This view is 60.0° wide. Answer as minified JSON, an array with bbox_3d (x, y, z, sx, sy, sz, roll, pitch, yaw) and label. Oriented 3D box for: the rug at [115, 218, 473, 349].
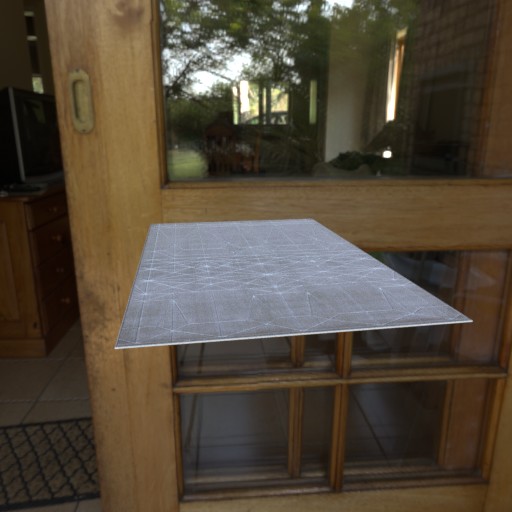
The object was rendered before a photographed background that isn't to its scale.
[{"bbox_3d":[0.000,0.000,2.990,1.524,0.012,2.438,-3,16,-9],"label":"rug"}]
